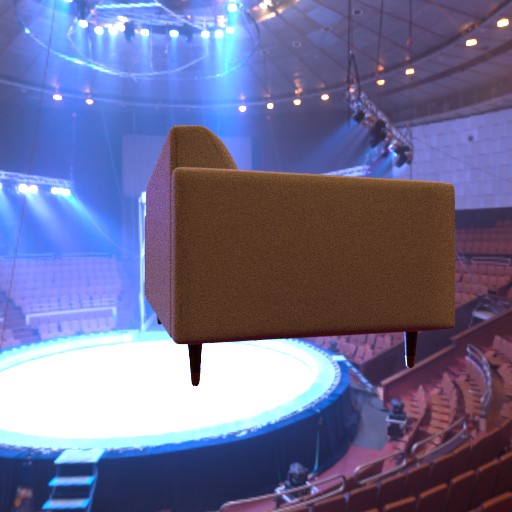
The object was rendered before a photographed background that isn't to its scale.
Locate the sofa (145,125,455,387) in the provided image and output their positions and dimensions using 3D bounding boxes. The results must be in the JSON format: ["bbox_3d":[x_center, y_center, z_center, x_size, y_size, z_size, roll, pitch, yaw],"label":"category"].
[{"bbox_3d":[0.000,0.000,2.098,0.950,0.801,1.585,0,0,-17],"label":"sofa"}]
